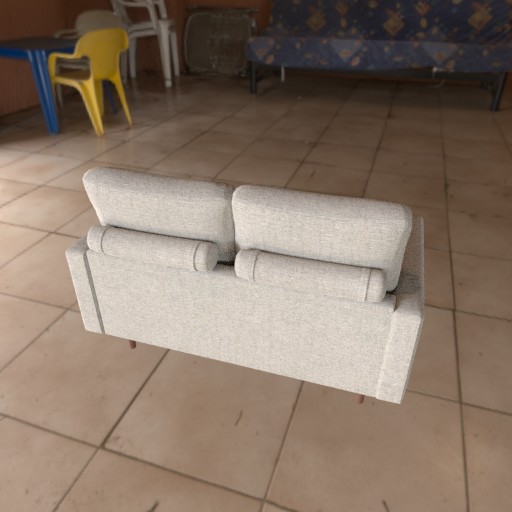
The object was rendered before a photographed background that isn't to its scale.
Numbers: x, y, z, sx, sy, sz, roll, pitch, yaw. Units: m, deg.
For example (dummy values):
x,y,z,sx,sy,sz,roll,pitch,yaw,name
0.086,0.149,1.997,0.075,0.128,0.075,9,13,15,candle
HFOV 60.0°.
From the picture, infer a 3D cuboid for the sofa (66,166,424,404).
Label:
x,y,z,sx,sy,sz,roll,pitch,yaw,name
0.000,0.000,2.003,1.407,0.907,0.842,9,33,15,sofa
